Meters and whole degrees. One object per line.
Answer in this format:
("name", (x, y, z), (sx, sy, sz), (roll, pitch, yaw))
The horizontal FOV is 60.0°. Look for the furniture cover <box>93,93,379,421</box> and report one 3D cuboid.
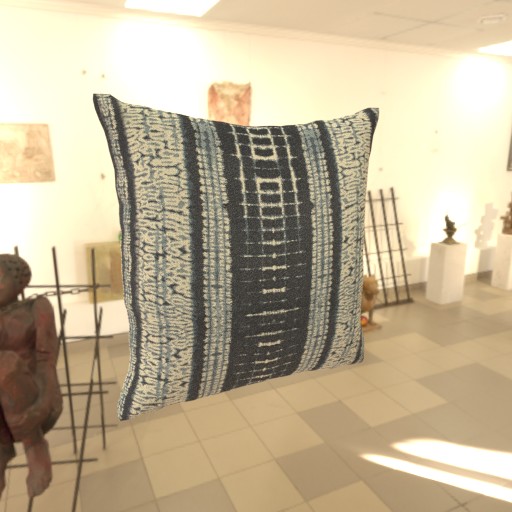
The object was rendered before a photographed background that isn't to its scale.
("furniture cover", (0.000, 0.000, 0.655), (0.425, 0.435, 0.133), (-7, 15, -25))
